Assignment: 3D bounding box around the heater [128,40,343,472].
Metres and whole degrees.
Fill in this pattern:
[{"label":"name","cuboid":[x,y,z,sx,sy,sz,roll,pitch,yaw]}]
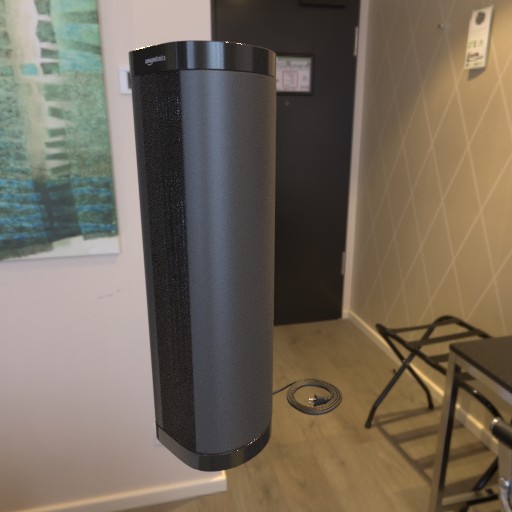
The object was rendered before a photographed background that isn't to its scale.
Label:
[{"label":"heater","cuboid":[0.000,0.000,0.671,0.312,0.552,0.174,-15,22,-42]}]
